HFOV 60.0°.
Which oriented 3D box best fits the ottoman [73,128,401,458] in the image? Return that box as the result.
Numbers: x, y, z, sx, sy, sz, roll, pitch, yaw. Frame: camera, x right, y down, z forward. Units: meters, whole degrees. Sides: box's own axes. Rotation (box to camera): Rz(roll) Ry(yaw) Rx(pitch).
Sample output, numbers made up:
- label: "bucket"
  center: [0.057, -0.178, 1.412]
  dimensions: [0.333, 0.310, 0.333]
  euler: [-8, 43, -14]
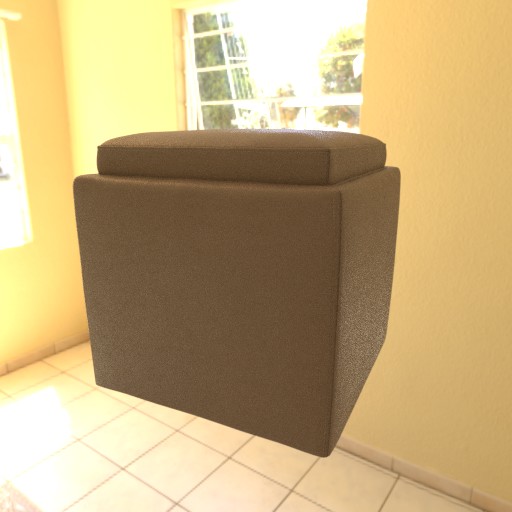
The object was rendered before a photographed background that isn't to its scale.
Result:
- label: "ottoman"
  center: [0.000, 0.000, 0.832]
  dimensions: [0.451, 0.460, 0.450]
  euler: [7, 17, 25]
